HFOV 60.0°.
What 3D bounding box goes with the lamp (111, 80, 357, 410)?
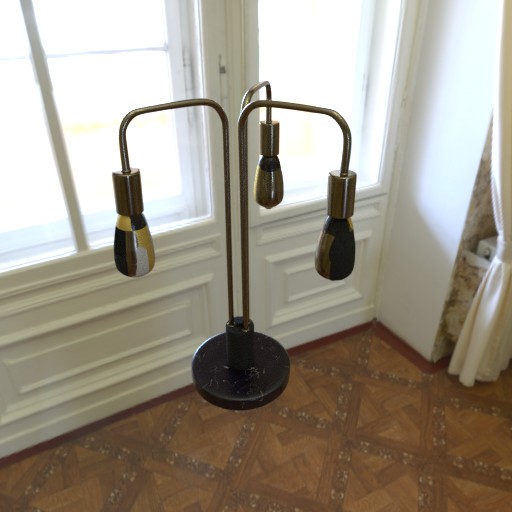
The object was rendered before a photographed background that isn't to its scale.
[{"bbox_3d":[0.000,0.000,0.801,0.355,0.560,0.368,9,32,15],"label":"lamp"}]
